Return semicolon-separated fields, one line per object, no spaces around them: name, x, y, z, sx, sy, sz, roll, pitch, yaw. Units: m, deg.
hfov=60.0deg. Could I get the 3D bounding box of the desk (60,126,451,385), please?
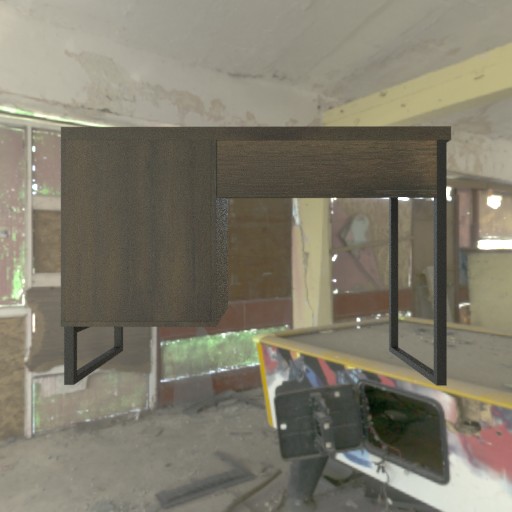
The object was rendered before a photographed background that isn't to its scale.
desk;0.000;0.000;1.540;1.134;0.752;0.511;0;0;0
